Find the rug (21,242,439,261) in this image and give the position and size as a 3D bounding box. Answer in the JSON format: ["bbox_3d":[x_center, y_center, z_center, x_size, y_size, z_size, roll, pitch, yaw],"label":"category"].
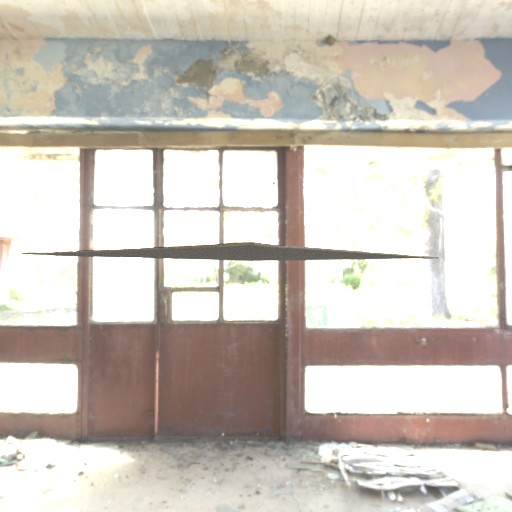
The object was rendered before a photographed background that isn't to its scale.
[{"bbox_3d":[0.000,0.000,4.190,2.443,0.024,3.228,-1,-2,38],"label":"rug"}]
